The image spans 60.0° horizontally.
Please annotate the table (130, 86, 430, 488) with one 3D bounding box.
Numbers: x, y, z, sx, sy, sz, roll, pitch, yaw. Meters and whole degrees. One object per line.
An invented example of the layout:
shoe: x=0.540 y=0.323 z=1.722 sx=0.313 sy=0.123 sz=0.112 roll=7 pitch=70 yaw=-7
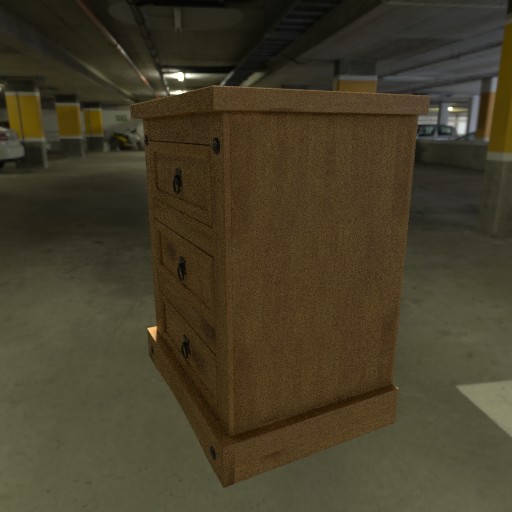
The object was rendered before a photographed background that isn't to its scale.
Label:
table: x=0.000 y=0.000 z=1.231 sx=0.500 sy=0.813 sz=0.660 roll=-8 pitch=18 yaw=-26
